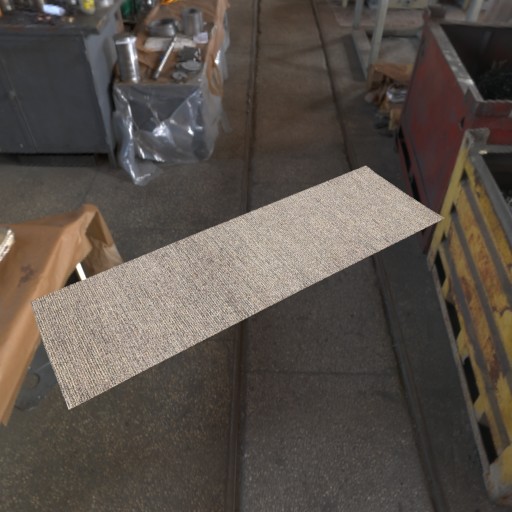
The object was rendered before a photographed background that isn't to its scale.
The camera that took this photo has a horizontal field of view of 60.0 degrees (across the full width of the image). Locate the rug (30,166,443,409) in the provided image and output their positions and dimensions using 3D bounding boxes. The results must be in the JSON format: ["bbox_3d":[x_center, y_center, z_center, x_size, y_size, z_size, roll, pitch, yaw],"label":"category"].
[{"bbox_3d":[0.000,0.000,2.523,2.335,0.013,0.697,-24,50,-22],"label":"rug"}]
